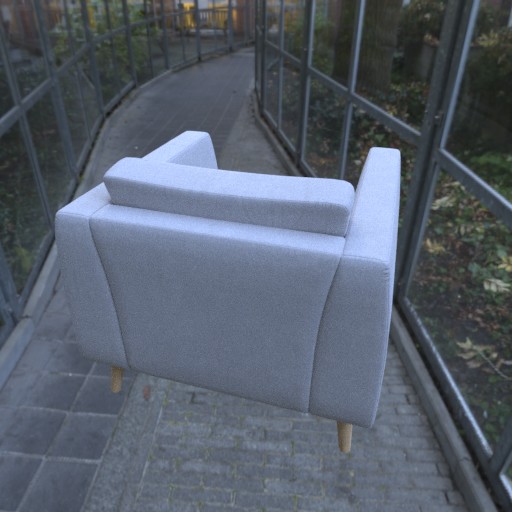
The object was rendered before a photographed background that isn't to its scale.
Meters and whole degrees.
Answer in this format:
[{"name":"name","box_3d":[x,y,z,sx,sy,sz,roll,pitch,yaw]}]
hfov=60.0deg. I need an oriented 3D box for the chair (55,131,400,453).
[{"name":"chair","box_3d":[0.000,0.000,1.669,1.000,0.860,0.930,9,32,15]}]
